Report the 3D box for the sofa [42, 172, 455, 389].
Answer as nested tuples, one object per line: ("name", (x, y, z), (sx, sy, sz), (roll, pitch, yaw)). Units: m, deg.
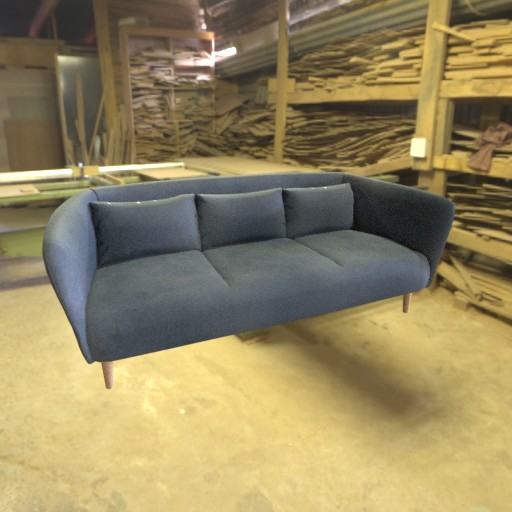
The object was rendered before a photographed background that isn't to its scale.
("sofa", (0.000, 0.000, 2.432), (2.095, 0.795, 0.849), (-9, 19, -26))
